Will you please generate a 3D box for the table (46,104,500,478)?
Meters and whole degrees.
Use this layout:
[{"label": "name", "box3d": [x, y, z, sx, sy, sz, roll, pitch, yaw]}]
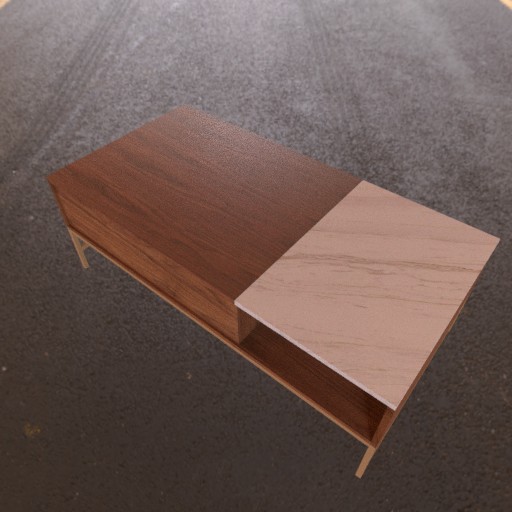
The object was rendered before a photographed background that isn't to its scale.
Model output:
[{"label": "table", "box3d": [0.000, 0.000, 1.870, 1.553, 0.551, 0.789, 30, 53, 26]}]
